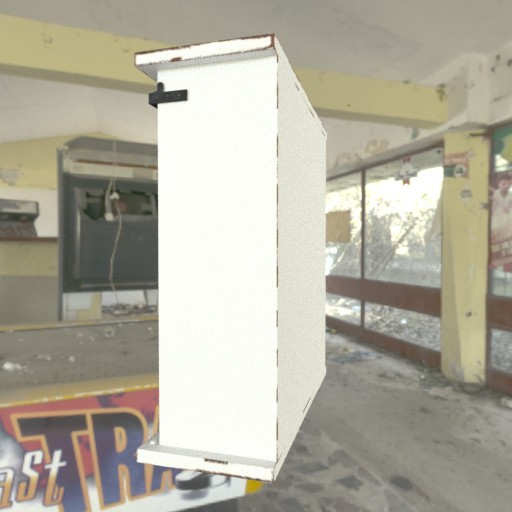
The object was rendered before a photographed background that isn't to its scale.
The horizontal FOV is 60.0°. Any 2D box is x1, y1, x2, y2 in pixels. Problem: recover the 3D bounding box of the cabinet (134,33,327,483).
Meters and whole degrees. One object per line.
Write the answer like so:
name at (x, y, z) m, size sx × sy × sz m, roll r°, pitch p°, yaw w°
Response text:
cabinet at (0.000, 0.000, 0.881) m, size 0.210 × 0.603 × 0.541 m, roll 0°, pitch 1°, yaw 16°
